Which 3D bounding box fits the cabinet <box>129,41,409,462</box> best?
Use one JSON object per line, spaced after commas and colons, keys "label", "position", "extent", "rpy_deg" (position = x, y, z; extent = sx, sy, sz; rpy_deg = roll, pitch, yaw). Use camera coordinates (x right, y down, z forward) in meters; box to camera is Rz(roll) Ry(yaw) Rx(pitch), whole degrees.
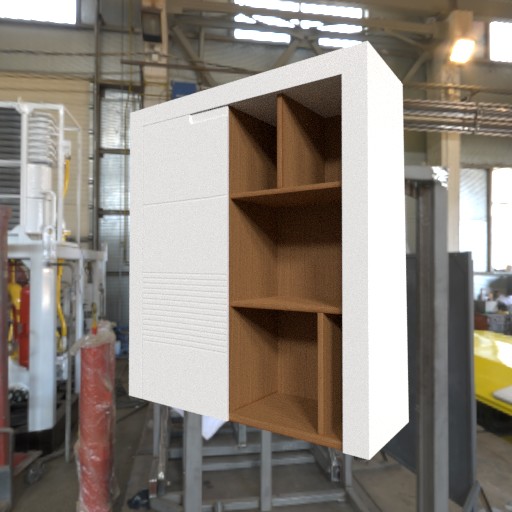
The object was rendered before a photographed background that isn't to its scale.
{"label": "cabinet", "position": [0.000, 0.000, 1.617], "extent": [0.990, 1.150, 0.348], "rpy_deg": [-1, -1, 36]}
